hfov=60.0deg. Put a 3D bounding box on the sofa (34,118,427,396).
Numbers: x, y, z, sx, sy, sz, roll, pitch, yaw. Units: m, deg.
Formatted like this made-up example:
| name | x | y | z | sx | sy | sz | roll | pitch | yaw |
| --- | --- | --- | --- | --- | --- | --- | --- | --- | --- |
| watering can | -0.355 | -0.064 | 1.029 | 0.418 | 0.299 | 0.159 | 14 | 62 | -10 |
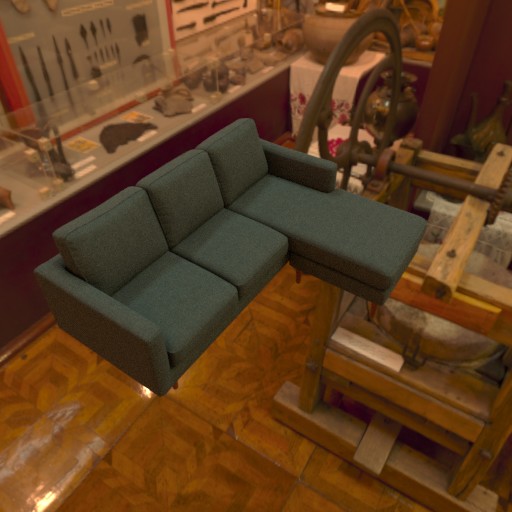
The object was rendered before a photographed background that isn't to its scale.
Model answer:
| name | x | y | z | sx | sy | sz | roll | pitch | yaw |
| --- | --- | --- | --- | --- | --- | --- | --- | --- | --- |
| sofa | 0.000 | 0.000 | 2.934 | 1.667 | 0.957 | 2.055 | 24 | 47 | 25 |
